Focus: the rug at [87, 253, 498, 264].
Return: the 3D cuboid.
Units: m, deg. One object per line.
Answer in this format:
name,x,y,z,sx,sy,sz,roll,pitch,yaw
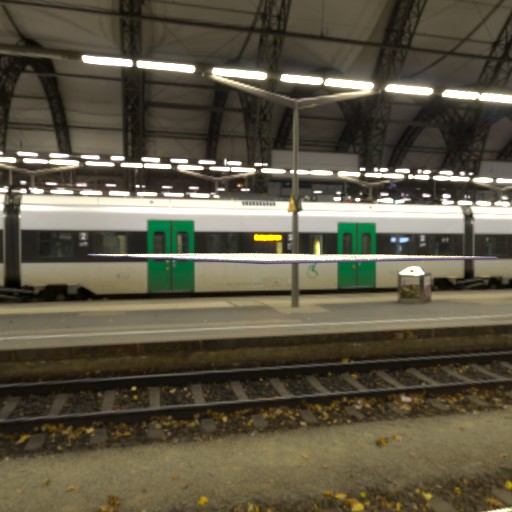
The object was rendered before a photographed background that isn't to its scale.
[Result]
rug,0.000,0.000,2.206,1.184,0.012,1.781,-1,1,-35
